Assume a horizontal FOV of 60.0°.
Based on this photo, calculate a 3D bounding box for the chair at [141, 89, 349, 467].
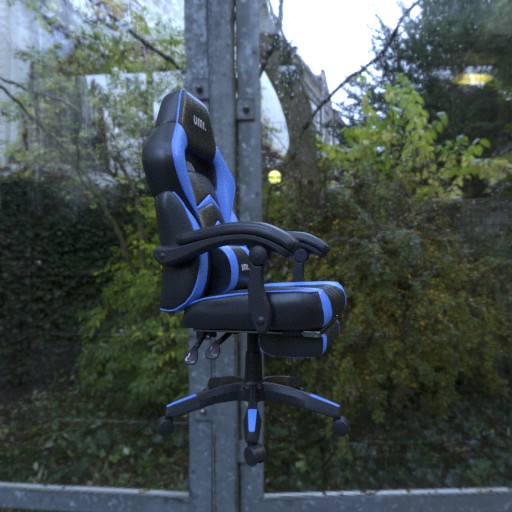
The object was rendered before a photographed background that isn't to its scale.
[{"bbox_3d":[0.000,0.000,1.696,0.700,1.280,0.700,0,0,18],"label":"chair"}]
